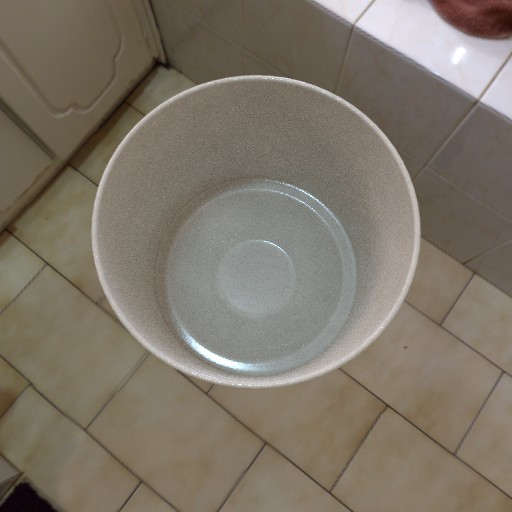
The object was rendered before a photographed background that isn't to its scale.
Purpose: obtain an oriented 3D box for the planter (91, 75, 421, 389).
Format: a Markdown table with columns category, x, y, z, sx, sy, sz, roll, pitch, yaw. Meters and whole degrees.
| category | x | y | z | sx | sy | sz | roll | pitch | yaw |
| --- | --- | --- | --- | --- | --- | --- | --- | --- | --- |
| planter | 0.000 | 0.000 | 0.343 | 0.190 | 0.181 | 0.190 | 0 | 76 | 0 |
